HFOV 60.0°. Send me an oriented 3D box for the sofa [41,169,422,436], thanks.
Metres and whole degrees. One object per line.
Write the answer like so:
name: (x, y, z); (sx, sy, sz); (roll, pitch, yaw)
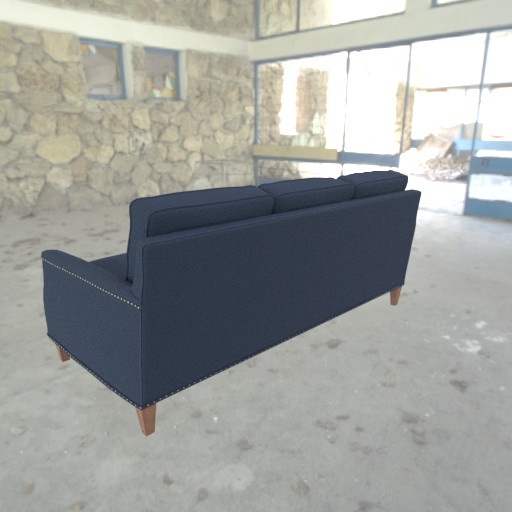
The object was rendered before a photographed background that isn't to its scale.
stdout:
sofa: (0.000, 0.000, 2.765); (2.246, 1.003, 1.084); (-15, 21, -42)
